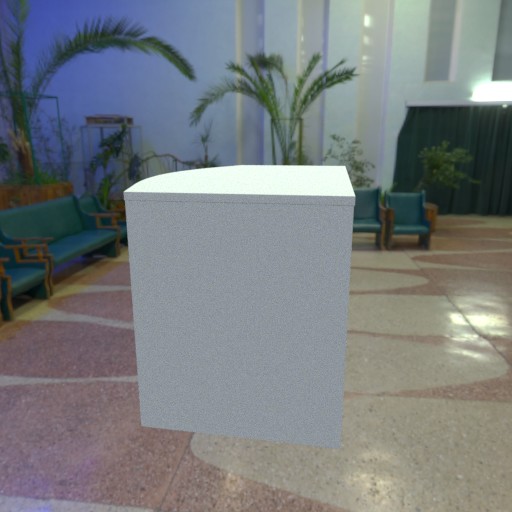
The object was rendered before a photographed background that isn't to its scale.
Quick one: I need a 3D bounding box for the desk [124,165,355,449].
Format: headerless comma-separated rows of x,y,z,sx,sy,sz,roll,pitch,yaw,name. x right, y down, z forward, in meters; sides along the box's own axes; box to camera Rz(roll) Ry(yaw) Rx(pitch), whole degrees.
0.000,0.000,2.056,0.802,0.750,1.600,3,14,10,desk
